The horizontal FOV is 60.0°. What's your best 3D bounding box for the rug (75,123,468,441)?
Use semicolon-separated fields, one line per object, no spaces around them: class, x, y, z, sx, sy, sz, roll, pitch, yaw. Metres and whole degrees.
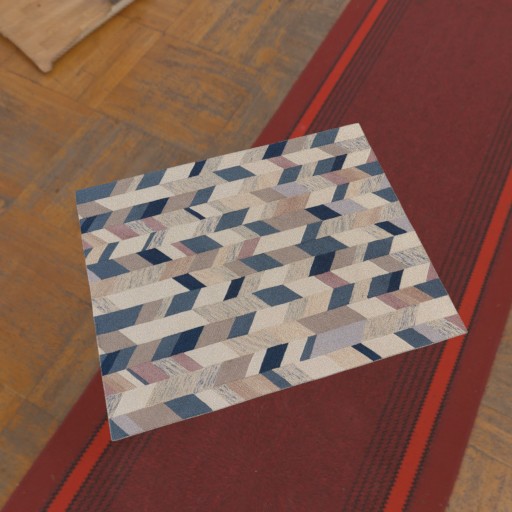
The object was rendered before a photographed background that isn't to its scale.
rug;0.000;0.000;4.129;3.072;0.011;2.451;-15;65;-7
